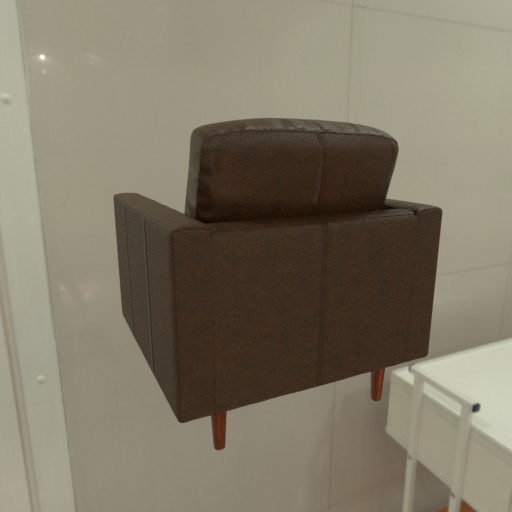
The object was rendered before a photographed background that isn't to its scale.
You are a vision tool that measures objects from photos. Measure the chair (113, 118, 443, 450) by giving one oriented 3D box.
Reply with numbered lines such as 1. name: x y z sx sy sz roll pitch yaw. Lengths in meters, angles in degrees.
1. chair: 0.000 0.000 1.666 0.890 0.956 0.909 -7 15 -25
